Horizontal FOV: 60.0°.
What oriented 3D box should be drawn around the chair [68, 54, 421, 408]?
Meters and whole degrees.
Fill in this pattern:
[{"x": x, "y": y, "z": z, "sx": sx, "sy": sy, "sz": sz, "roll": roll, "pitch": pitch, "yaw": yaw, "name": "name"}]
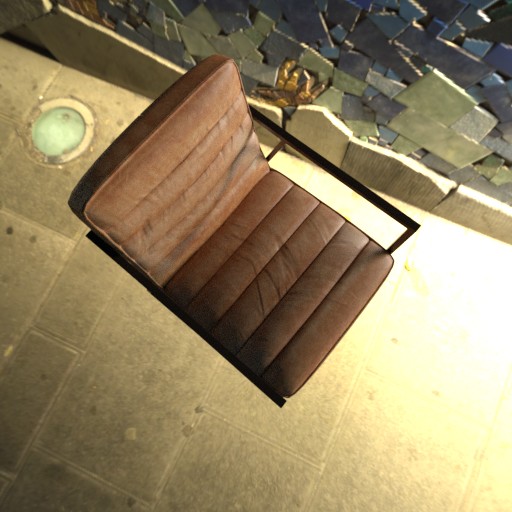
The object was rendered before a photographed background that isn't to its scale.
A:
[{"x": 0.000, "y": 0.000, "z": 1.300, "sx": 0.677, "sy": 0.832, "sz": 0.571, "roll": 39, "pitch": 78, "yaw": 10, "name": "chair"}]
